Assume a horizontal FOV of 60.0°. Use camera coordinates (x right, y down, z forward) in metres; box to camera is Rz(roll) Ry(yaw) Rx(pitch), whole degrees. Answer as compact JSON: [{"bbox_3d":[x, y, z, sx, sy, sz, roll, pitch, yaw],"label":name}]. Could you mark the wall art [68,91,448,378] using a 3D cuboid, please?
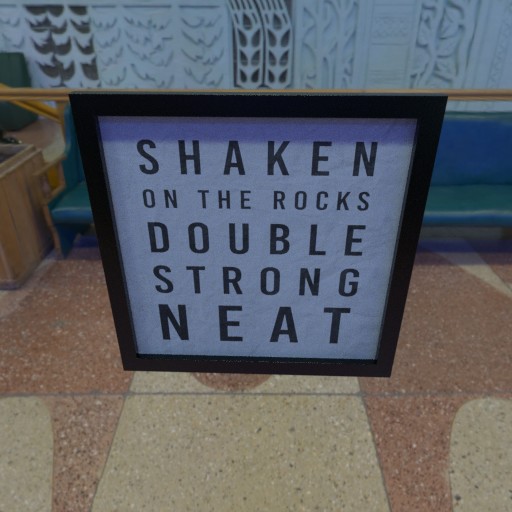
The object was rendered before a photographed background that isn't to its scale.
[{"bbox_3d":[0.000,0.000,0.499,0.349,0.349,0.014,1,30,2],"label":"wall art"}]
